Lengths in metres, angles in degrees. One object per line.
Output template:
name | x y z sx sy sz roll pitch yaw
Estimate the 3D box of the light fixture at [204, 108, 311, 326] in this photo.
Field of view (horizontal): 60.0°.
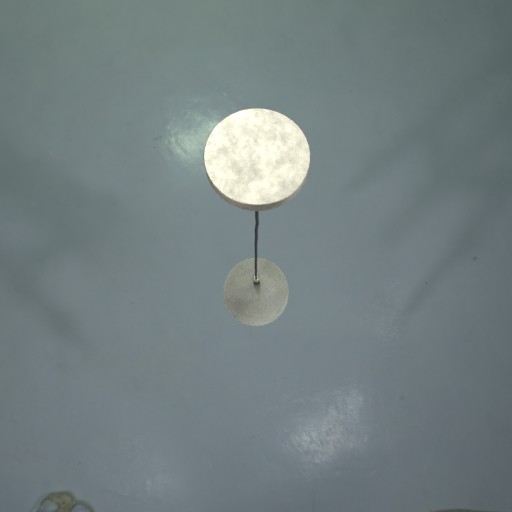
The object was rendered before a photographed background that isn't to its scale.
light fixture | 0.000 0.000 0.801 0.170 0.759 0.170 -10 75 -3
